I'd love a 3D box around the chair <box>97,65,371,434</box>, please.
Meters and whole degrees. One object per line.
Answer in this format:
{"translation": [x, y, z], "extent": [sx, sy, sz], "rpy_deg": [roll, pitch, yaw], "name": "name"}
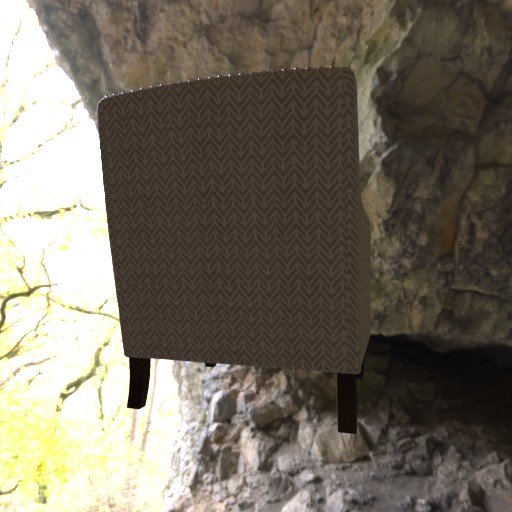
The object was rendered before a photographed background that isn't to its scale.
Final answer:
{"translation": [0.000, 0.000, 1.293], "extent": [0.623, 0.816, 0.651], "rpy_deg": [0, 0, 17], "name": "chair"}
